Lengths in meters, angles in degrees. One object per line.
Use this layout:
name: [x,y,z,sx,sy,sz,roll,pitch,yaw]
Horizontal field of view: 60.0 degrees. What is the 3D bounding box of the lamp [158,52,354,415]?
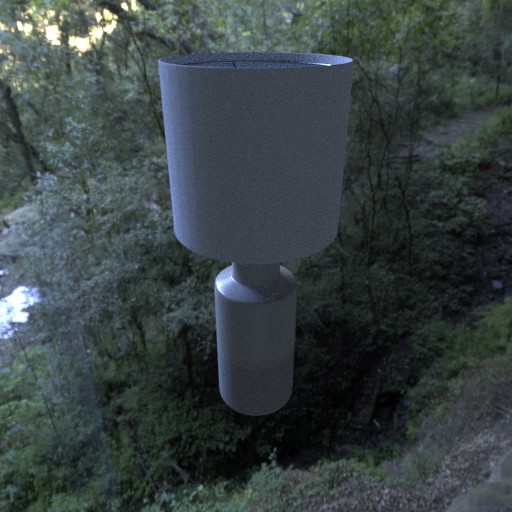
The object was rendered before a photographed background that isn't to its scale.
lamp: [0.000,0.000,0.604,0.212,0.493,0.212,-8,29,-15]
